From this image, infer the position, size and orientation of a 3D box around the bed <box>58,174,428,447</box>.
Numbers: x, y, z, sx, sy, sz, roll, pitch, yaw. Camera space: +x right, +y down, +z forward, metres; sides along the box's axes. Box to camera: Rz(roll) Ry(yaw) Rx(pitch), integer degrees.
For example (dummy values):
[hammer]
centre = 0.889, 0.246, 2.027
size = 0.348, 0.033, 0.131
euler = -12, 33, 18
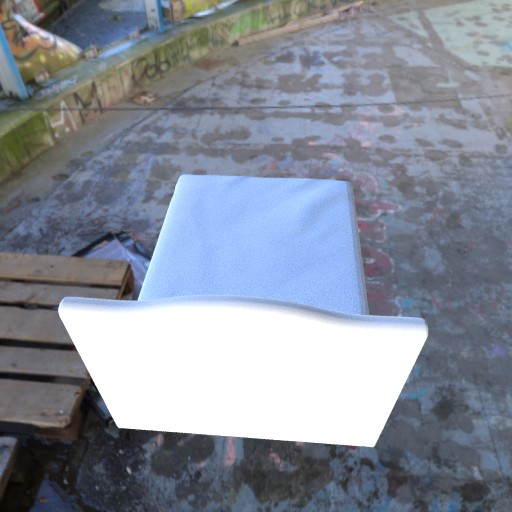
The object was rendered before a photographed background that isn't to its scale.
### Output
[bed]
centre = 0.000, 0.000, 3.249
size = 1.753, 1.460, 2.143
euler = 3, 46, 3
